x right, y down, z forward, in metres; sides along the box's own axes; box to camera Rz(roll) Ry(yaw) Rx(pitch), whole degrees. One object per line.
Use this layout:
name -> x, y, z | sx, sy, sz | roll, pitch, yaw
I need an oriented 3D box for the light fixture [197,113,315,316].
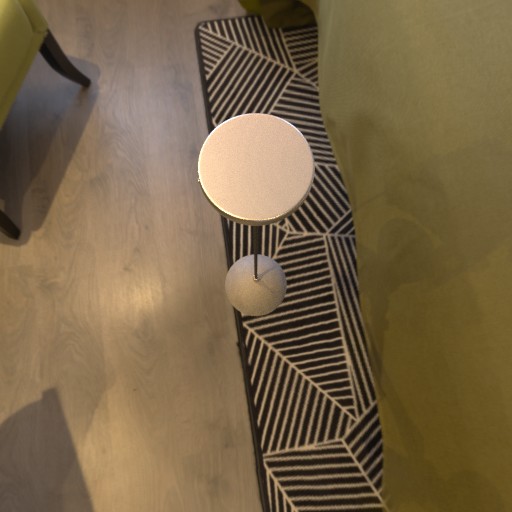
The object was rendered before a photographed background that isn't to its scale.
light fixture -> 0.000, 0.000, 0.814 | 0.153, 0.760, 0.153 | -39, 79, -9
